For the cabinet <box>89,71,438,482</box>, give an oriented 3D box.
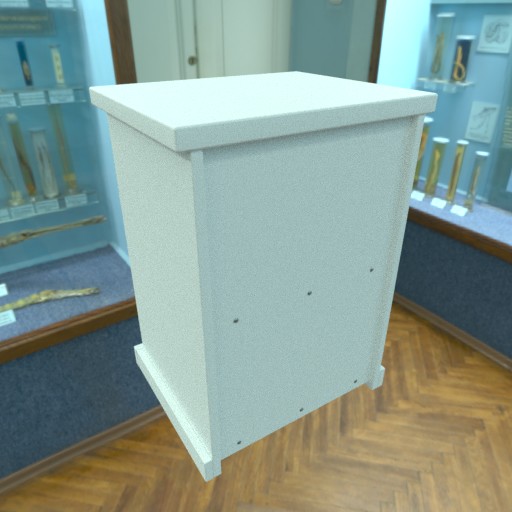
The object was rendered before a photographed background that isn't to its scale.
[{"bbox_3d":[0.000,0.000,1.021,0.520,0.723,0.431,-17,33,-28],"label":"cabinet"}]
